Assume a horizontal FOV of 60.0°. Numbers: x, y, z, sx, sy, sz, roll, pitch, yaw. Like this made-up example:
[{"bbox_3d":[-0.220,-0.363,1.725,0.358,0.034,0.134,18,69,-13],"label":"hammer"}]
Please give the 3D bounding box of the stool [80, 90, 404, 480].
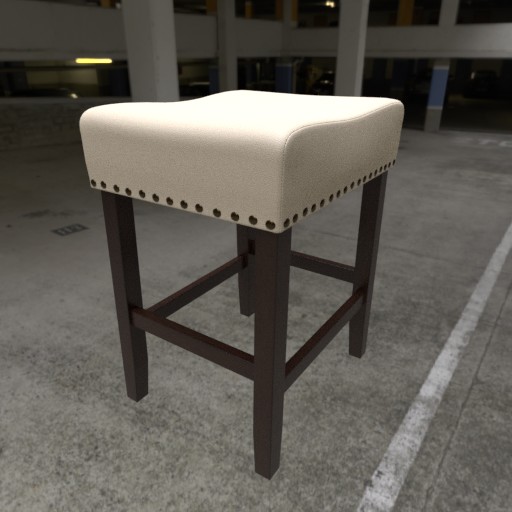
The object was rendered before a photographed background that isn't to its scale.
[{"bbox_3d":[0.000,0.000,0.919,0.401,0.609,0.471,16,29,31],"label":"stool"}]
